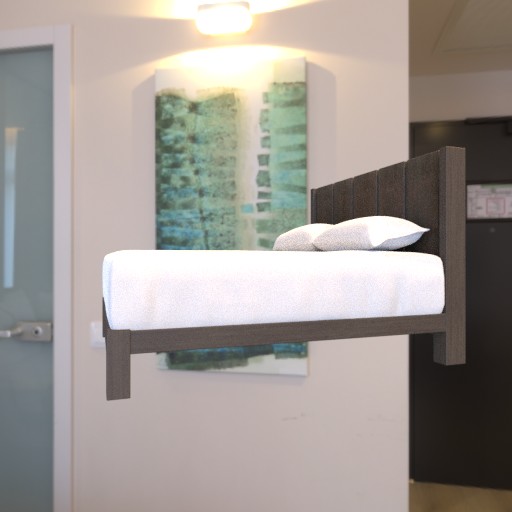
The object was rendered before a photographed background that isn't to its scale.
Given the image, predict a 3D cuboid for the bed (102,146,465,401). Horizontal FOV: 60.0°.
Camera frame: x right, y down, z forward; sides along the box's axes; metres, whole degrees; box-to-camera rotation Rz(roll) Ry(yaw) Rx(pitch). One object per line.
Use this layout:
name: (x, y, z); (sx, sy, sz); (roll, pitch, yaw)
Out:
bed: (0.000, 0.000, 3.067); (1.992, 1.261, 1.735); (0, 0, -20)
